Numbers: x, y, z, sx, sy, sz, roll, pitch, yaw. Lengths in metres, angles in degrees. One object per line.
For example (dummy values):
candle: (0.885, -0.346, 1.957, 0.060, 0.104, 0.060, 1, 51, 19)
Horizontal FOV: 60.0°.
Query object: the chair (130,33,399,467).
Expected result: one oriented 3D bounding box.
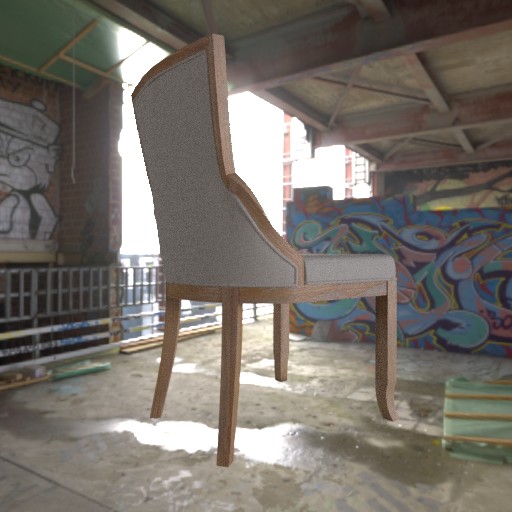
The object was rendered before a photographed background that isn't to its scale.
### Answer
chair: (0.000, 0.000, 1.288, 0.641, 0.947, 0.524, 0, 0, -37)
